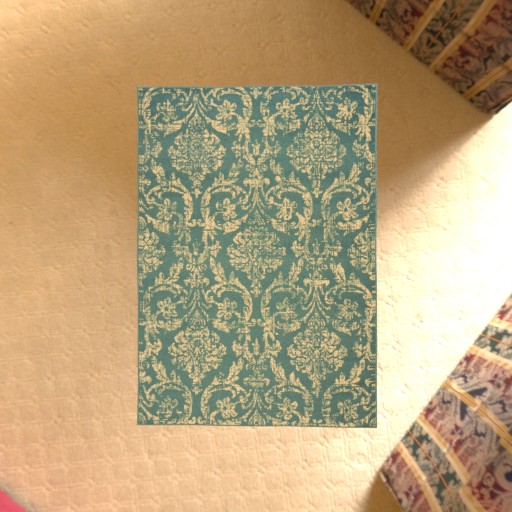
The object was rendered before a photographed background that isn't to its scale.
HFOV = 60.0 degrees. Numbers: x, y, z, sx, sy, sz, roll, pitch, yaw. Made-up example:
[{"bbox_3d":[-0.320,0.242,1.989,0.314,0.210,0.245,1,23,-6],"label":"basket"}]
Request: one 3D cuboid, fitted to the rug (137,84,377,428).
[{"bbox_3d":[0.000,0.000,2.862,1.554,0.012,2.205,0,90,2],"label":"rug"}]
